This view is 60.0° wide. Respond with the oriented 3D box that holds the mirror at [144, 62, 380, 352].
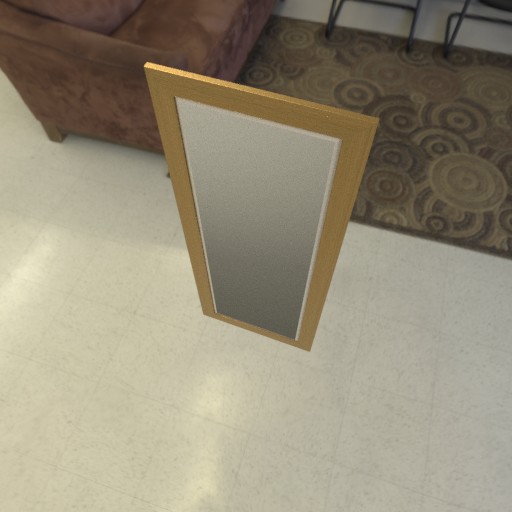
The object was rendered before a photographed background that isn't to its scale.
[{"bbox_3d":[0.000,0.000,2.310,0.812,2.031,0.025,18,60,11],"label":"mirror"}]
